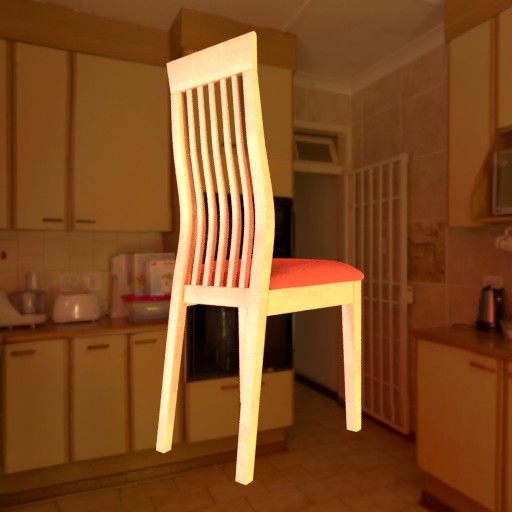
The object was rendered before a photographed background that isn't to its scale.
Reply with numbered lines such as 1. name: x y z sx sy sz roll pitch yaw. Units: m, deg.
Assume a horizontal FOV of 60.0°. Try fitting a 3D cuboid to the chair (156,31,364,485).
1. chair: 0.000 0.000 1.260 0.460 1.027 0.474 0 0 36
